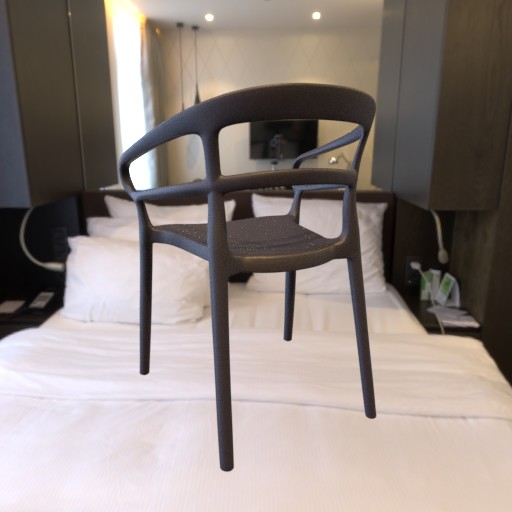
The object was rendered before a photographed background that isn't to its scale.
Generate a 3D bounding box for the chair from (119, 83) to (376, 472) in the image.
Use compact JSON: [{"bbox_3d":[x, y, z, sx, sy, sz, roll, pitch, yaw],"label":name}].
[{"bbox_3d":[0.000,0.000,1.121,0.559,0.761,0.527,-7,16,-27],"label":"chair"}]
